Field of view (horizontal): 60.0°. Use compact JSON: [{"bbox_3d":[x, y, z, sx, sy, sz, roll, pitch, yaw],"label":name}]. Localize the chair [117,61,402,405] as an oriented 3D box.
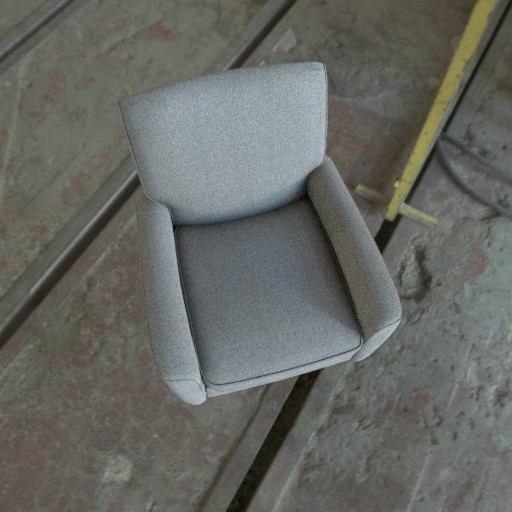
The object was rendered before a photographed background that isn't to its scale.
[{"bbox_3d":[0.000,0.000,1.651,0.848,1.014,0.864,-13,65,-6],"label":"chair"}]
